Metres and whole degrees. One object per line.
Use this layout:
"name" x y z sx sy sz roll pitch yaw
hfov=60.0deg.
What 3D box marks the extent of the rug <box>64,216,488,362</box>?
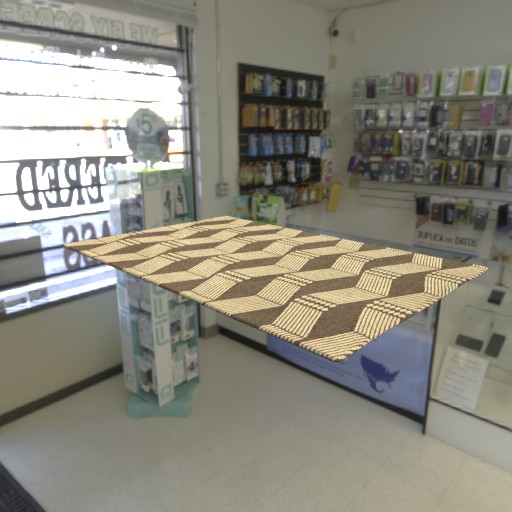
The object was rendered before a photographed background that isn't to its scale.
"rug" 0.000 0.000 2.256 1.833 0.016 1.210 15 22 43
